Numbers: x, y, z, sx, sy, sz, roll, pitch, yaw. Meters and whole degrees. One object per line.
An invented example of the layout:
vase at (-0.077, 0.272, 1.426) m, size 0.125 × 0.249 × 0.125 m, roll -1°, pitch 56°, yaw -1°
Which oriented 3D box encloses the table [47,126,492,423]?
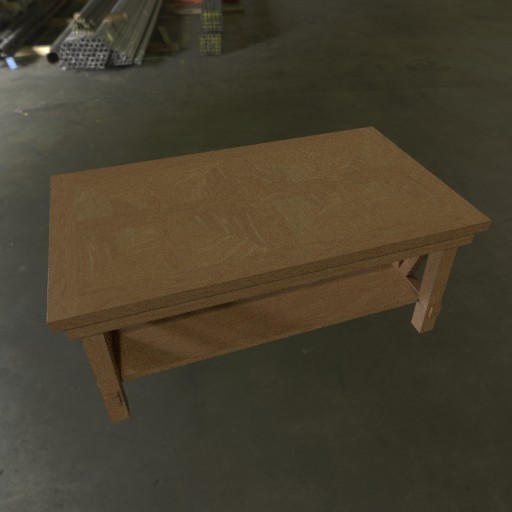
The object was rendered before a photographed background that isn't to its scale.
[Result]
table at (0.000, 0.000, 1.609) m, size 1.270 × 0.507 × 0.711 m, roll -12°, pitch 42°, yaw -14°
